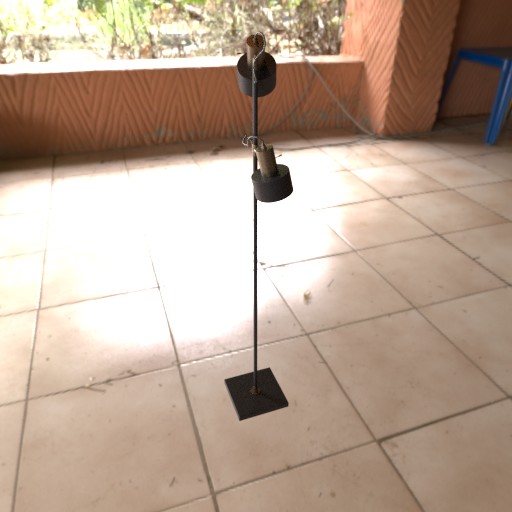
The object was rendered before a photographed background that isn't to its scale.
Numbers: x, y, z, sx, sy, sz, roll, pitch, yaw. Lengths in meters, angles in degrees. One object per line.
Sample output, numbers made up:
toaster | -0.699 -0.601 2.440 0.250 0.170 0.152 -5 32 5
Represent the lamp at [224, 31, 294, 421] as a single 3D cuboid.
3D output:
lamp | 0.000 0.000 1.658 0.233 1.505 0.315 -11 33 -17
